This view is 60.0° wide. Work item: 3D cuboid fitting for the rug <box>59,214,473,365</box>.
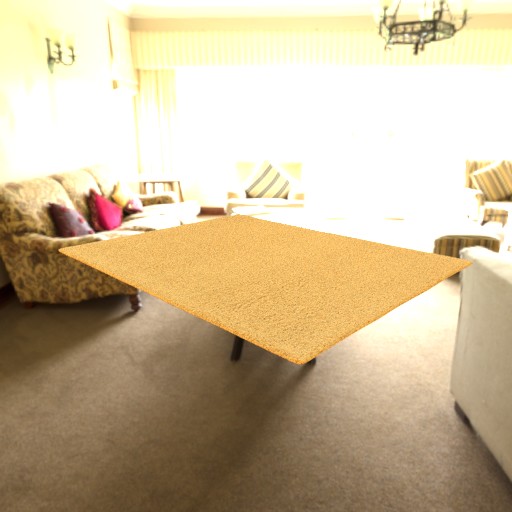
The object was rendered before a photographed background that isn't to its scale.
[{"bbox_3d":[0.000,0.000,4.141,3.047,0.029,2.438,16,23,42],"label":"rug"}]
